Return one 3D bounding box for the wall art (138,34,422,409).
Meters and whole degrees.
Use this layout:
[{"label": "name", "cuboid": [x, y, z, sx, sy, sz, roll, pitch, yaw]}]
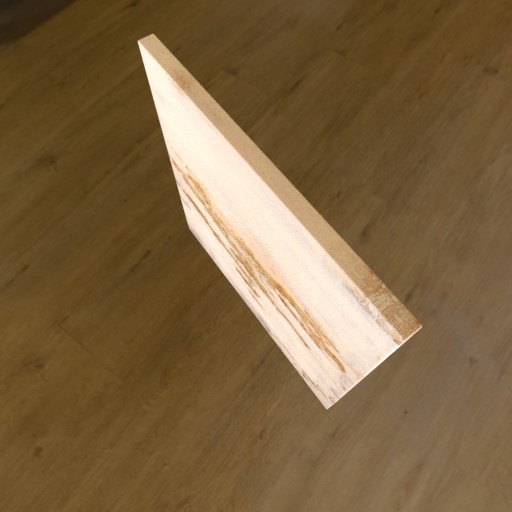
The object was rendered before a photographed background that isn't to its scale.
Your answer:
[{"label": "wall art", "cuboid": [0.000, 0.000, 1.094, 0.038, 0.755, 0.753, -33, 68, -15]}]
